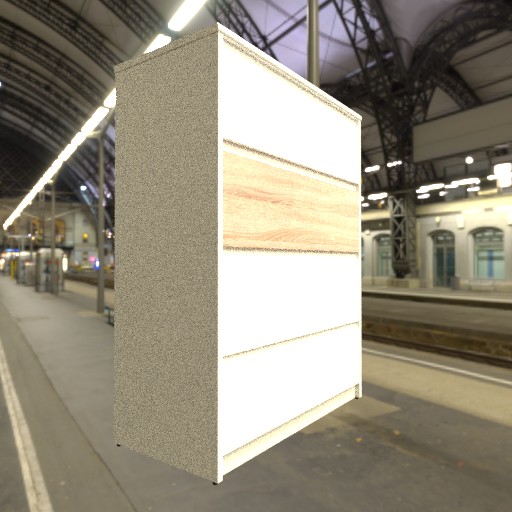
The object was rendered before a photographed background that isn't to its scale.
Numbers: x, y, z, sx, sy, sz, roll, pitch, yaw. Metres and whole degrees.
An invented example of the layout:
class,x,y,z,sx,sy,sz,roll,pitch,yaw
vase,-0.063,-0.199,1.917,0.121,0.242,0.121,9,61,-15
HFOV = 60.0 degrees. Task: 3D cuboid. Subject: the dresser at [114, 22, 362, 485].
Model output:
class,x,y,z,sx,sy,sz,roll,pitch,yaw
dresser,0.000,0.000,1.423,0.380,1.040,0.800,-1,-1,36
